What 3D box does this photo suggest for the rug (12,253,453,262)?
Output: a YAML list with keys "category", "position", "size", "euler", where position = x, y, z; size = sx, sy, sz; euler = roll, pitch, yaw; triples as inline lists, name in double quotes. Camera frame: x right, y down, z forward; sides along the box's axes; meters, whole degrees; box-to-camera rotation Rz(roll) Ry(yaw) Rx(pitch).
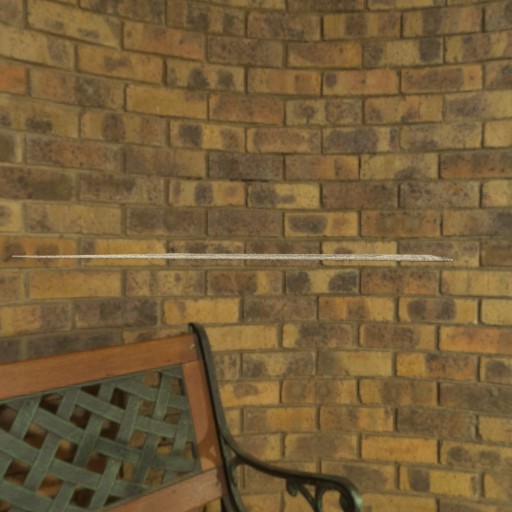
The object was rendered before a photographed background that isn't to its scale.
- category: "rug"
  position: [0.000, 0.000, 3.996]
  size: [3.069, 0.026, 2.451]
  euler: [0, 1, 19]
